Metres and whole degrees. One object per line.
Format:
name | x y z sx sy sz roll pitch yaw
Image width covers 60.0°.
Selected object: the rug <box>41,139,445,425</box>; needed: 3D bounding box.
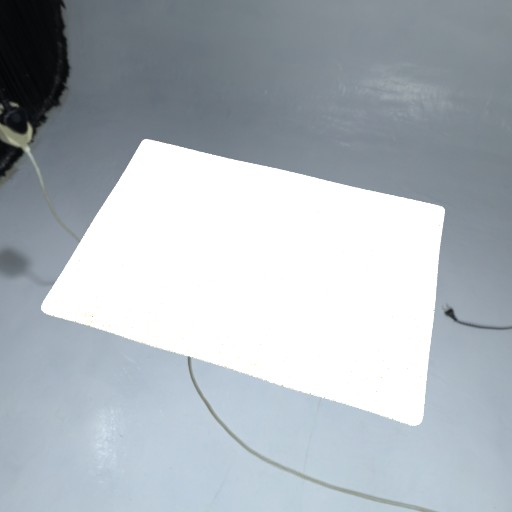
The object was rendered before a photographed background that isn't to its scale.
rug | 0.000 0.000 3.404 2.698 0.025 1.798 15 60 9
